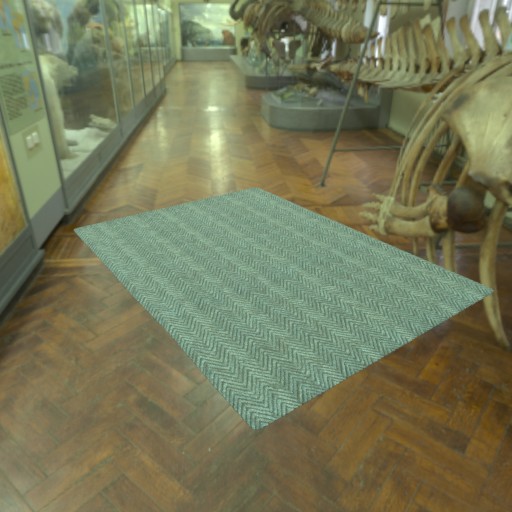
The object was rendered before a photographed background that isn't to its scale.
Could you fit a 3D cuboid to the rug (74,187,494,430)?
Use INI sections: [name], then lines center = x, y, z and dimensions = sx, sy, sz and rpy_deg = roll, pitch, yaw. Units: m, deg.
[rug]
center = 0.000, 0.000, 4.981
dimensions = 2.894, 0.011, 3.957
rpy_deg = -18, 32, -32
